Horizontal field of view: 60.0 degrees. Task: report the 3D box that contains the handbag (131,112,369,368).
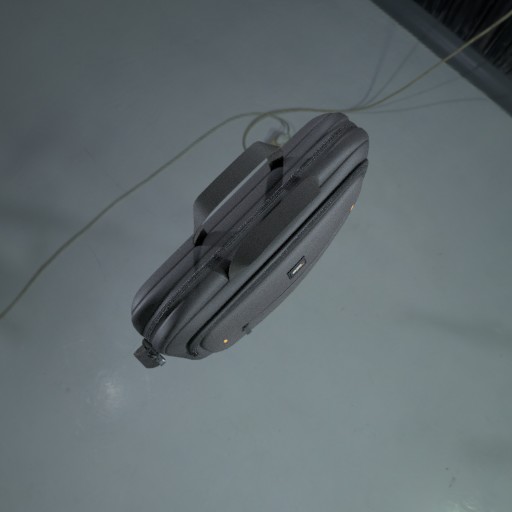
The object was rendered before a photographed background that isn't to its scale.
[{"bbox_3d":[0.000,0.000,0.574,0.126,0.330,0.429,42,80,10],"label":"handbag"}]
